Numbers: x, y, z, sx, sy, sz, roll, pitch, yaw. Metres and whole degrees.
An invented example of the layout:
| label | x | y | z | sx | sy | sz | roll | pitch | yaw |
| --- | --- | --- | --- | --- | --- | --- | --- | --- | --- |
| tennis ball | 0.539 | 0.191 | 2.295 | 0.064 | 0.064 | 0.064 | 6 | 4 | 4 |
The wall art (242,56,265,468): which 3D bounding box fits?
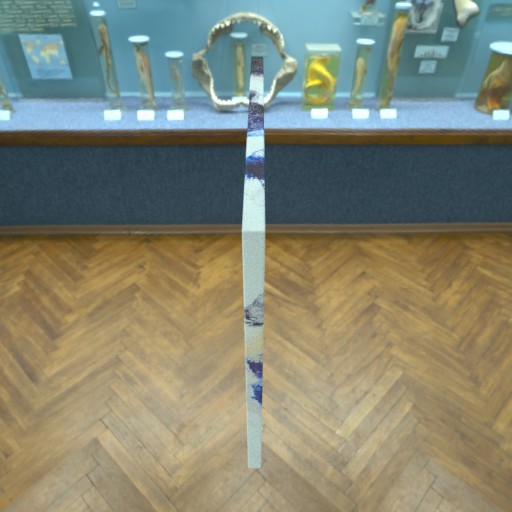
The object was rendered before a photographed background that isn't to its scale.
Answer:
| label | x | y | z | sx | sy | sz | roll | pitch | yaw |
| --- | --- | --- | --- | --- | --- | --- | --- | --- | --- |
| wall art | 0.000 | 0.000 | 1.344 | 0.038 | 0.885 | 0.887 | 0 | 41 | 0 |
